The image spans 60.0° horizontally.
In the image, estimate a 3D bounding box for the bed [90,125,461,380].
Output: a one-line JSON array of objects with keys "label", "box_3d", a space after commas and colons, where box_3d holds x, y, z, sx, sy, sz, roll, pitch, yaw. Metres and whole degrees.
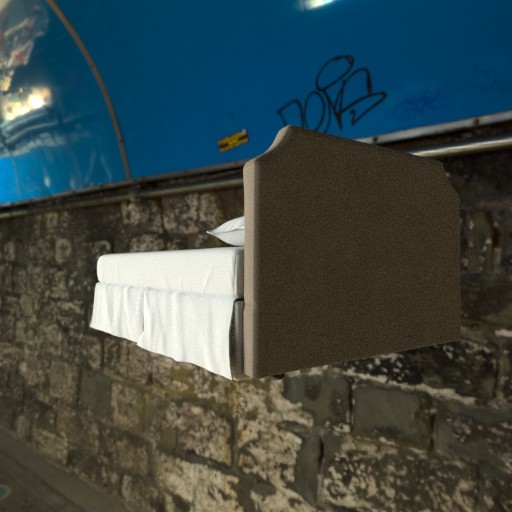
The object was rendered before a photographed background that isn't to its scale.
[{"label": "bed", "box_3d": [0.000, 0.000, 3.628, 1.977, 1.293, 2.498, 1, -1, -36]}]
